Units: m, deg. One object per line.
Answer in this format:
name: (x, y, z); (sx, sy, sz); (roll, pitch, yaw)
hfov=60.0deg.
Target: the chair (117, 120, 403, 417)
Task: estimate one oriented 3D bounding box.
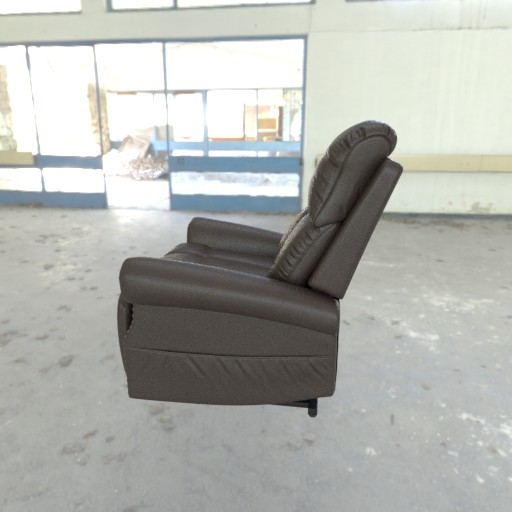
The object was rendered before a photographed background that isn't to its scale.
chair: (0.000, 0.000, 1.775); (0.978, 1.028, 0.869); (2, 16, 9)
